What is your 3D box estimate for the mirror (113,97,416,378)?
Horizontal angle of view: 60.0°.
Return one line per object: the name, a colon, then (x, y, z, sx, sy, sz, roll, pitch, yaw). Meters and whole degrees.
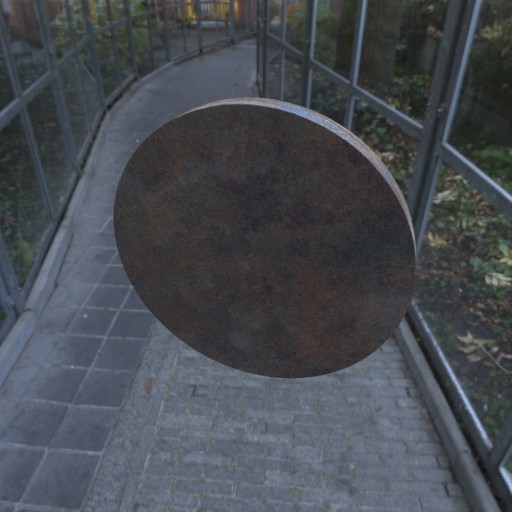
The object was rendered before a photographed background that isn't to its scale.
mirror: (0.000, 0.000, 0.861, 0.585, 0.585, 0.061, 9, 33, 15)
